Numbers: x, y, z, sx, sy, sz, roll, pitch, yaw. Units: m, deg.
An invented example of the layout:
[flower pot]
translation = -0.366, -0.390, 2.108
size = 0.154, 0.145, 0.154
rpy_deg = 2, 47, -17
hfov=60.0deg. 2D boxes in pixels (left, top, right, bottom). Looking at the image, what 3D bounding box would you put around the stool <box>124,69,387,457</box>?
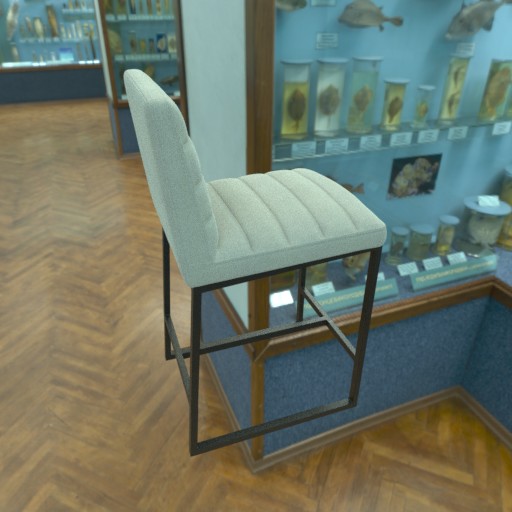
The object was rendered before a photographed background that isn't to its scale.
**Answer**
[stool]
translation = 0.000, 0.000, 1.265
size = 0.567, 0.971, 0.459
rpy_deg = -10, 32, -17
